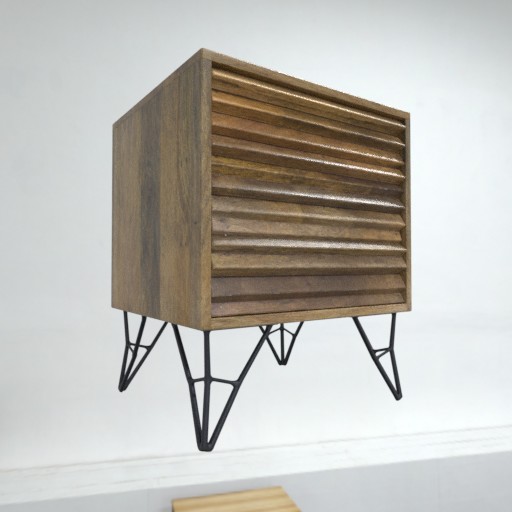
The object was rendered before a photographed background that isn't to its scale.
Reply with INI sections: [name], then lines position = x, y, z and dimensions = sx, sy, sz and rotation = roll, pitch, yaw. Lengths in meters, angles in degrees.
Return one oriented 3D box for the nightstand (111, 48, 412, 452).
[nightstand]
position = 0.000, 0.000, 0.892
dimensions = 0.457, 0.559, 0.406
rotation = 1, -1, -35
